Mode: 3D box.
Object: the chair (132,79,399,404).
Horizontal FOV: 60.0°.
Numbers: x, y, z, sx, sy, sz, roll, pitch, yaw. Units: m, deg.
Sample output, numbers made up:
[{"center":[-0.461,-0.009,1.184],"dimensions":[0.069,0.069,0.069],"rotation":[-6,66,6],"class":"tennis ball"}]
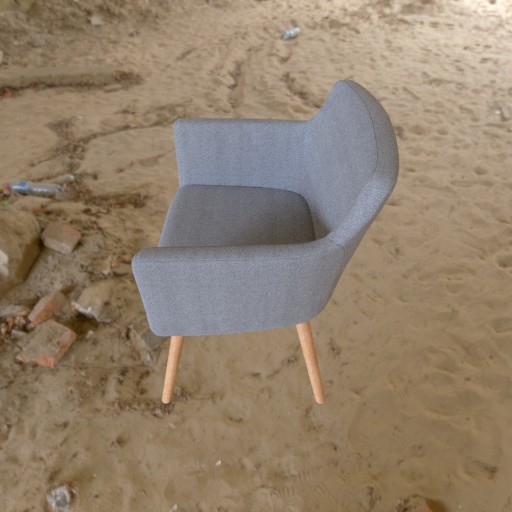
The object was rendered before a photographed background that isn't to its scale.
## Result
[{"center":[0.000,0.000,1.148],"dimensions":[0.540,0.780,0.570],"rotation":[0,43,0],"class":"chair"}]
